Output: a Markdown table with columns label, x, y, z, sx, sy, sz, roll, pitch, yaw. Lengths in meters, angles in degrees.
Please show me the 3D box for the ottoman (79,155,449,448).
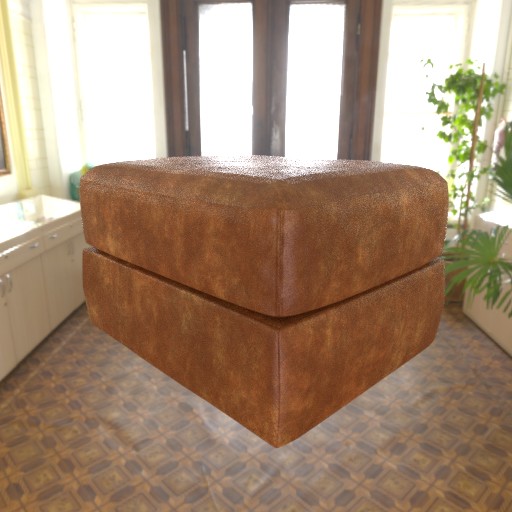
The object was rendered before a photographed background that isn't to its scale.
| label | x | y | z | sx | sy | sz | roll | pitch | yaw |
| --- | --- | --- | --- | --- | --- | --- | --- | --- | --- |
| ottoman | 0.000 | 0.000 | 1.111 | 0.603 | 0.476 | 0.751 | -14 | 21 | -42 |
